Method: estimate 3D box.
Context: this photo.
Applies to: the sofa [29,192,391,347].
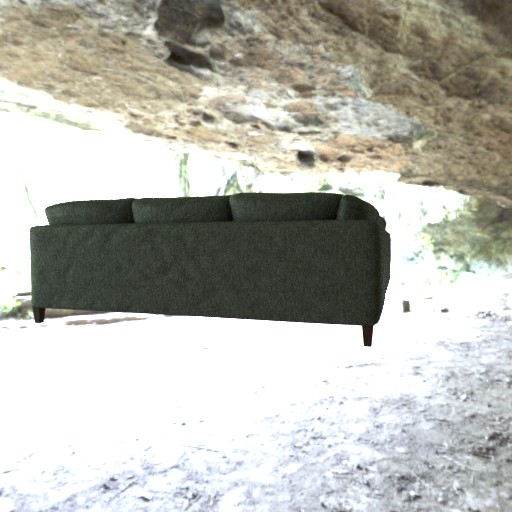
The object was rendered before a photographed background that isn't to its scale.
[{"bbox_3d":[0.000,0.000,4.491,2.593,0.947,3.302,1,2,18],"label":"sofa"}]
